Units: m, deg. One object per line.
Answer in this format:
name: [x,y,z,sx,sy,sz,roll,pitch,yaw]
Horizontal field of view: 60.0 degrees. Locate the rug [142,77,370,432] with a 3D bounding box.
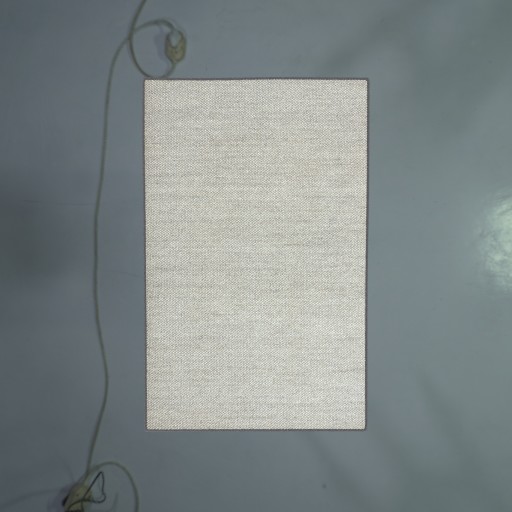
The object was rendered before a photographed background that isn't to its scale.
rug: [0.000,0.000,2.095,1.067,0.013,1.676,0,91,0]
